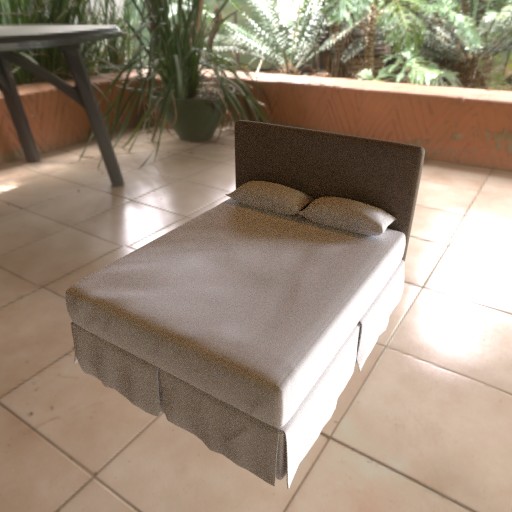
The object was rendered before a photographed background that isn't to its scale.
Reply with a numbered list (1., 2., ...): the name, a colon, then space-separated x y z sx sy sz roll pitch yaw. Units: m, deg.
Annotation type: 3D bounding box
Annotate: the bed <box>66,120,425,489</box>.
1. bed: 0.000 0.000 3.133 1.723 1.330 2.142 17 34 28
